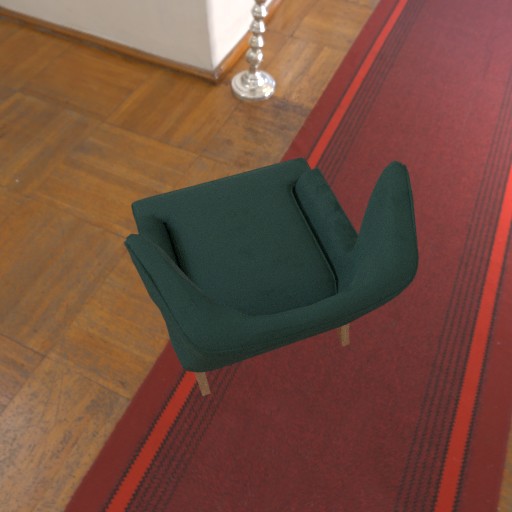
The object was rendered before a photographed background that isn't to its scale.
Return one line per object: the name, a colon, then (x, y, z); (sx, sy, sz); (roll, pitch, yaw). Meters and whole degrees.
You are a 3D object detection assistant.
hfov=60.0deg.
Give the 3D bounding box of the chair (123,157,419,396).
chair: (0.000, 0.000, 1.624); (0.793, 0.952, 0.910); (-17, 59, -10)
